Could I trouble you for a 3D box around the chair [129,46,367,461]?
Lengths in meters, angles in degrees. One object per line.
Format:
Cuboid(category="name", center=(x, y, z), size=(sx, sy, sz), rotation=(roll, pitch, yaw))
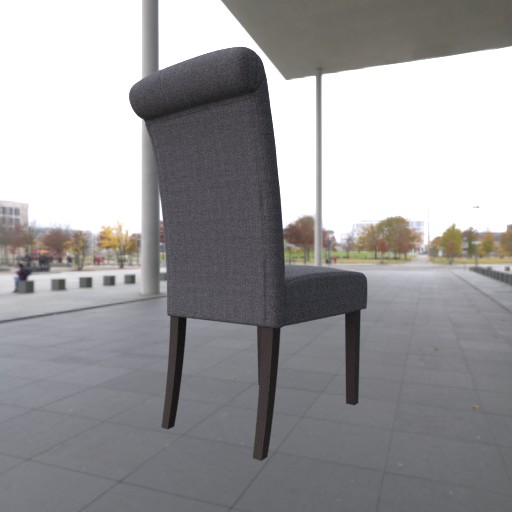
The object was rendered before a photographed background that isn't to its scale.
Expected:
Cuboid(category="chair", center=(0.000, 0.000, 1.375), size=(0.456, 1.006, 0.671), rotation=(0, 0, 36))
